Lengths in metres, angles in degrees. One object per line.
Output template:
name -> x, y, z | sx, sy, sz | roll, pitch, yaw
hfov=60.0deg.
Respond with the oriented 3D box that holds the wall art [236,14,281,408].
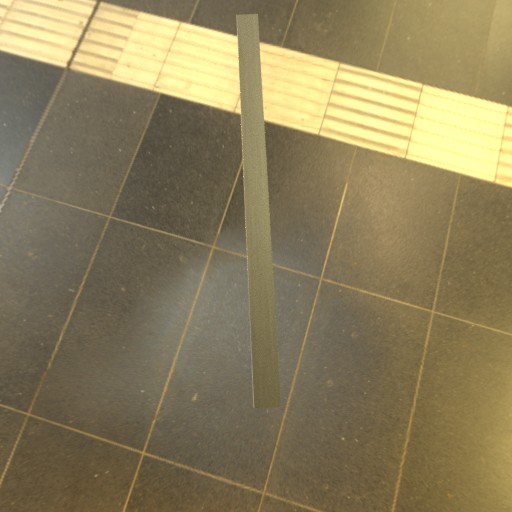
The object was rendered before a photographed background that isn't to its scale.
wall art -> 0.000, 0.000, 0.745 | 0.025, 0.569, 0.444 | -3, 75, -1
